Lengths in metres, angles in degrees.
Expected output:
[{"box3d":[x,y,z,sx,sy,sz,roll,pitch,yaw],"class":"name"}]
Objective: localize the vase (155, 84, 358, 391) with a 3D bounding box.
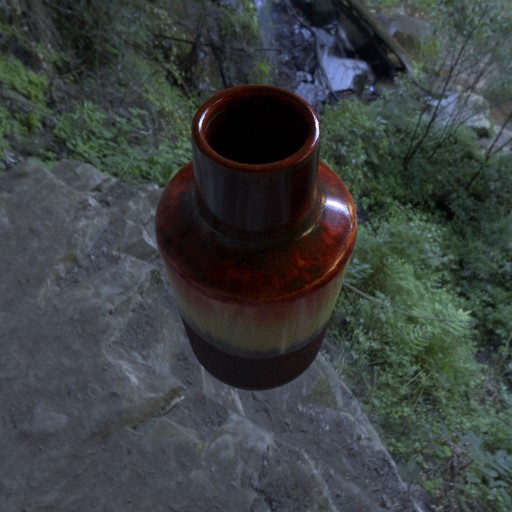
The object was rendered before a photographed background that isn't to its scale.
[{"box3d":[0.000,0.000,0.269,0.108,0.204,0.108,0,58,0],"class":"vase"}]
